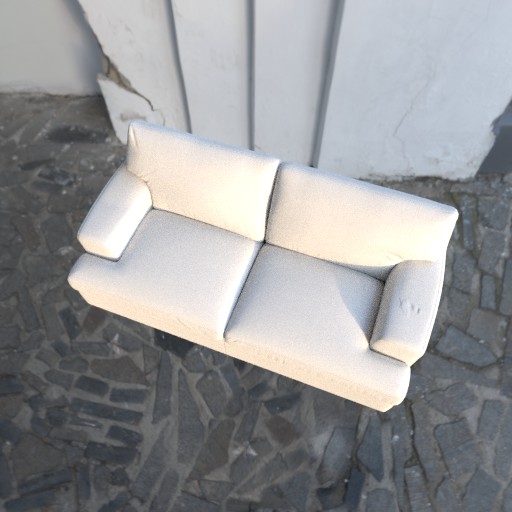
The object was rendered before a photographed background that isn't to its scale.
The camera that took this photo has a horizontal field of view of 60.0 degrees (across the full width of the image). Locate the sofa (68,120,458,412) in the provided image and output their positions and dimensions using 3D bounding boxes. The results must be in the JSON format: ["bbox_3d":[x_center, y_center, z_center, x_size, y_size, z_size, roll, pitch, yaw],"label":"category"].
[{"bbox_3d":[0.000,0.000,2.844,2.261,0.940,1.143,18,61,10],"label":"sofa"}]
